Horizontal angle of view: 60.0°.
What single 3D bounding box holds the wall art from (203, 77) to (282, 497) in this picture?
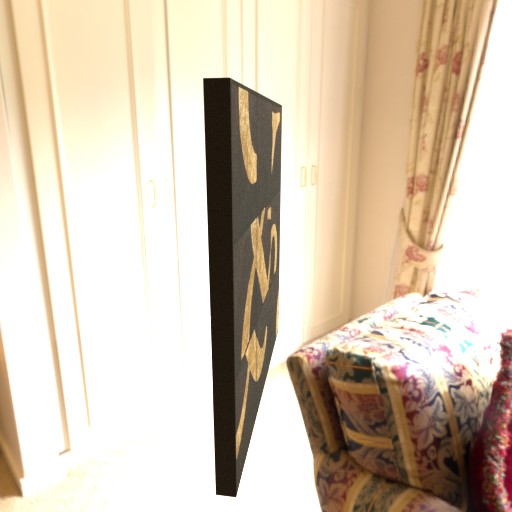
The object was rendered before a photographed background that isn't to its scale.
[{"bbox_3d":[0.000,0.000,1.117,0.044,0.758,0.758,2,16,9],"label":"wall art"}]
